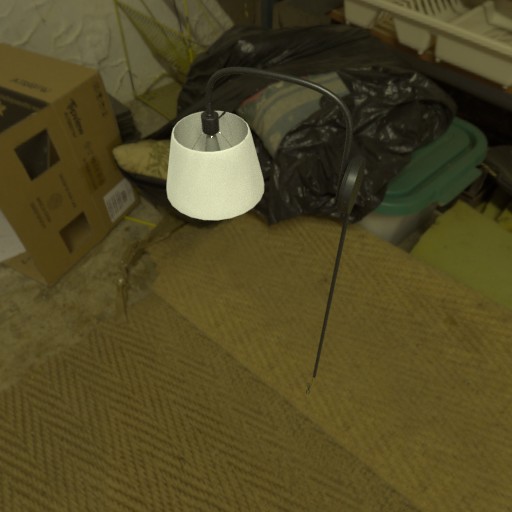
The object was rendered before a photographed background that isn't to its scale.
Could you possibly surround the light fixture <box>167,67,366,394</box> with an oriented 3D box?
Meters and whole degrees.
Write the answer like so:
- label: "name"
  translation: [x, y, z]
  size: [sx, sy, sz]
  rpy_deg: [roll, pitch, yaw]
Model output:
- label: "light fixture"
  translation: [0.000, 0.000, 0.466]
  size: [0.176, 0.399, 0.092]
  rpy_deg: [18, 50, 16]
